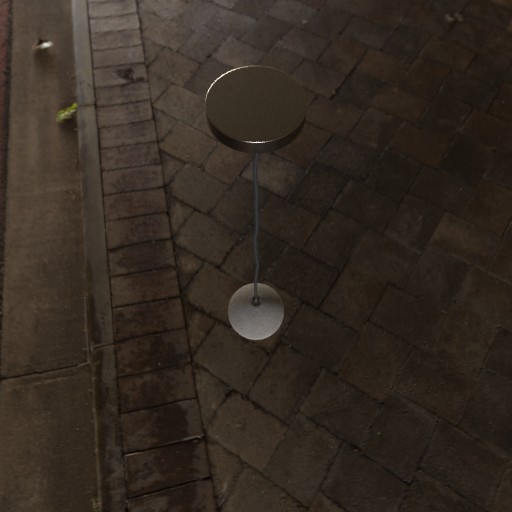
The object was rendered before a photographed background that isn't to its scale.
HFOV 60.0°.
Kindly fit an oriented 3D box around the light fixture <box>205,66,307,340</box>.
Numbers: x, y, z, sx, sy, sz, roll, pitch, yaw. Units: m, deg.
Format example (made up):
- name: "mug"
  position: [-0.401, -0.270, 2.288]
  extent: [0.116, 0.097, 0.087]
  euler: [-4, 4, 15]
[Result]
- name: "light fixture"
  position: [0.000, 0.000, 0.822]
  extent: [0.139, 0.764, 0.139]
  euler: [18, 66, 9]
